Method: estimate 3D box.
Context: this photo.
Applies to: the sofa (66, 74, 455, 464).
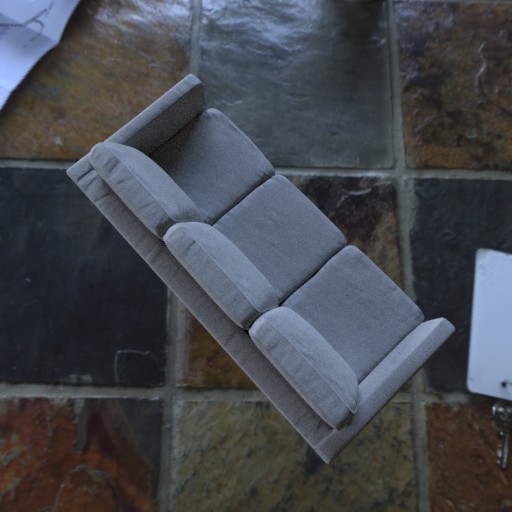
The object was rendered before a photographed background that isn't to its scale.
[{"bbox_3d":[0.000,0.000,2.508,0.944,0.918,1.983,-42,80,-10],"label":"sofa"}]
